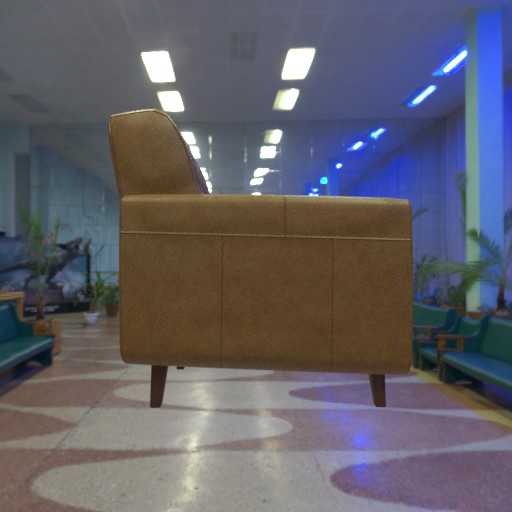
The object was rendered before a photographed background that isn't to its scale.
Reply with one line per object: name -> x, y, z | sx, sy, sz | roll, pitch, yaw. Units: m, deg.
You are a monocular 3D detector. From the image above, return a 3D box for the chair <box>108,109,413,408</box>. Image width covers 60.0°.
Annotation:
chair -> 0.000, 0.000, 1.672 | 0.942, 0.968, 0.845 | 0, 0, 0
